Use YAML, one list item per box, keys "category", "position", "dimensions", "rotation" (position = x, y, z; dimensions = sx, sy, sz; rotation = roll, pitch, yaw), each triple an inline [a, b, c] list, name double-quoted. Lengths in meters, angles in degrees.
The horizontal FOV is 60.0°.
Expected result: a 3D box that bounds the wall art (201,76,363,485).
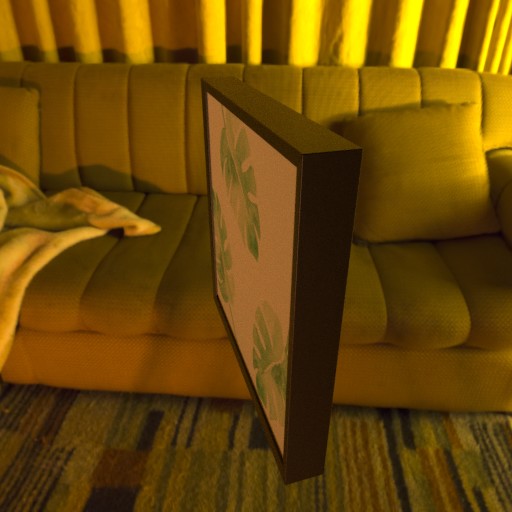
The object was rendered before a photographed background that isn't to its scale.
- category: "wall art"
  position: [0.000, 0.000, 0.454]
  dimensions: [0.038, 0.304, 0.304]
  rotation: [-9, 31, -15]
